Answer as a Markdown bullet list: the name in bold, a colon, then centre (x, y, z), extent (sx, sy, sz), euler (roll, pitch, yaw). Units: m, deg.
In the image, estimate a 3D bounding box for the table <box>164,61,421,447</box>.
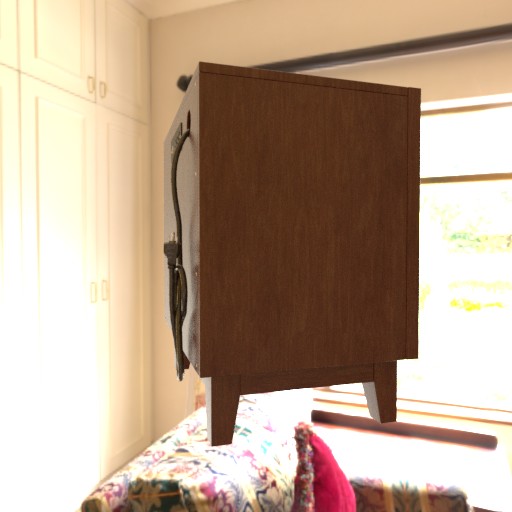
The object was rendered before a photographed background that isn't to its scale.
- **table**: centre (0.000, 0.000, 1.001), extent (0.449, 0.609, 0.557), euler (0, 1, -17)
